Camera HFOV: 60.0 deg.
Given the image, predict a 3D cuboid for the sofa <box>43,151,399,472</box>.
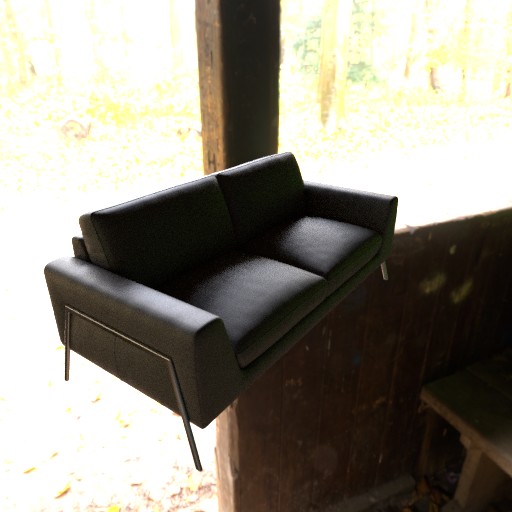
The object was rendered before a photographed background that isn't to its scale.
[{"bbox_3d":[0.000,0.000,2.547,0.953,0.875,2.017,17,29,32],"label":"sofa"}]
